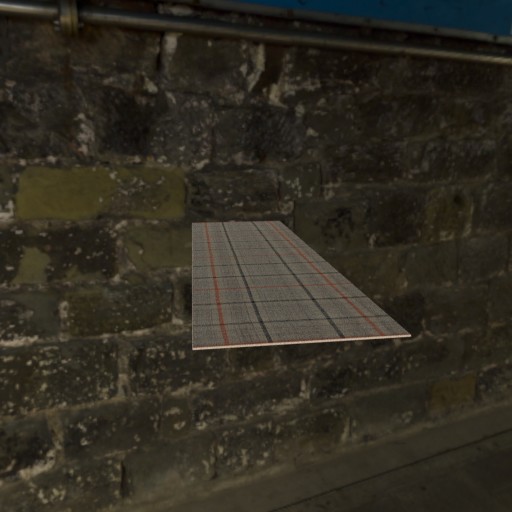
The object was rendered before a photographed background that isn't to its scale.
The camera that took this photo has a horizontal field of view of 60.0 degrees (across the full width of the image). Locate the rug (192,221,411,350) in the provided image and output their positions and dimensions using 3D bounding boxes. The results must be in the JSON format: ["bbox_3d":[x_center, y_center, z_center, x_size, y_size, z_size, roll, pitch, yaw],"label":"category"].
[{"bbox_3d":[0.000,0.000,2.680,0.762,0.008,2.439,-2,14,-8],"label":"rug"}]
